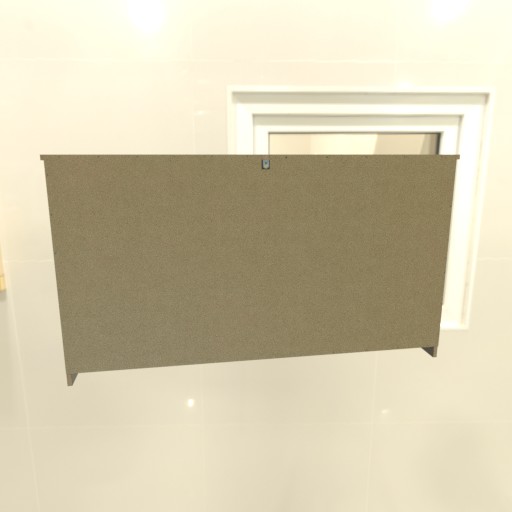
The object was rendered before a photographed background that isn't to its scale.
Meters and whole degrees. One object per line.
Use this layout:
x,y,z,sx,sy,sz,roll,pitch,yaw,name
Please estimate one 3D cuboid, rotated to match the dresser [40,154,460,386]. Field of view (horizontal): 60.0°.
0.000,0.000,1.691,1.360,0.755,0.401,-2,13,-9,dresser
